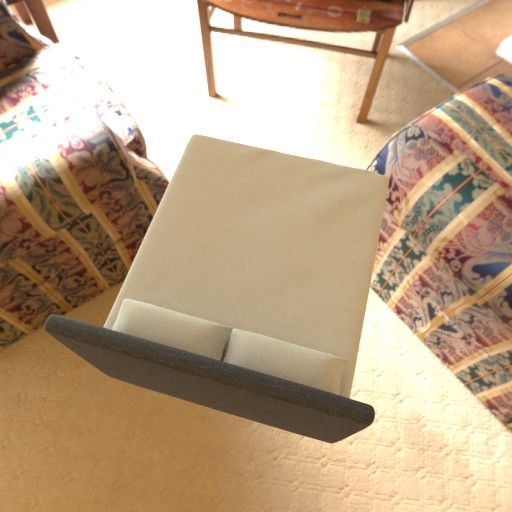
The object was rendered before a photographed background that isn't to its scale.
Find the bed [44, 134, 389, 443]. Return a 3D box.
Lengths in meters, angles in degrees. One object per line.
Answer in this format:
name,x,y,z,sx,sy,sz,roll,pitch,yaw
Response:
bed,0.000,0.000,3.313,1.884,1.330,2.142,14,64,7
